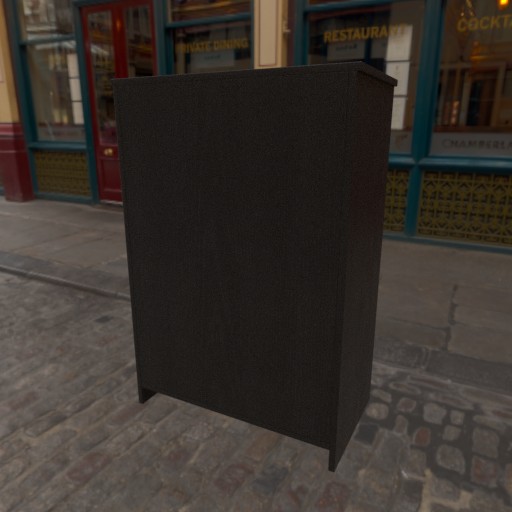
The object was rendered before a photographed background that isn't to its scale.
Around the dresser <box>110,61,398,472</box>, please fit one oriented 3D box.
[{"bbox_3d":[0.000,0.000,1.373,0.700,1.020,0.398,8,18,27],"label":"dresser"}]
